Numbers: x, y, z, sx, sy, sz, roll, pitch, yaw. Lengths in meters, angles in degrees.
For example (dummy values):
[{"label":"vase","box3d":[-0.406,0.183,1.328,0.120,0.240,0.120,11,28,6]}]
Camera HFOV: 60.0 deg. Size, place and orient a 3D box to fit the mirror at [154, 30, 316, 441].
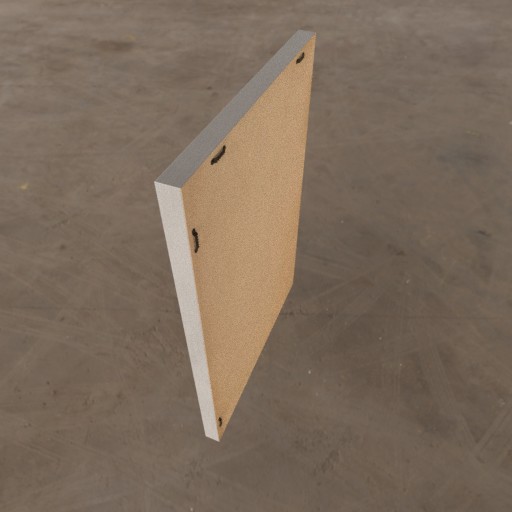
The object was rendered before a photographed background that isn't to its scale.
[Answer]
[{"label":"mirror","box3d":[0.000,0.000,0.911,0.039,0.710,0.507,17,48,15]}]
